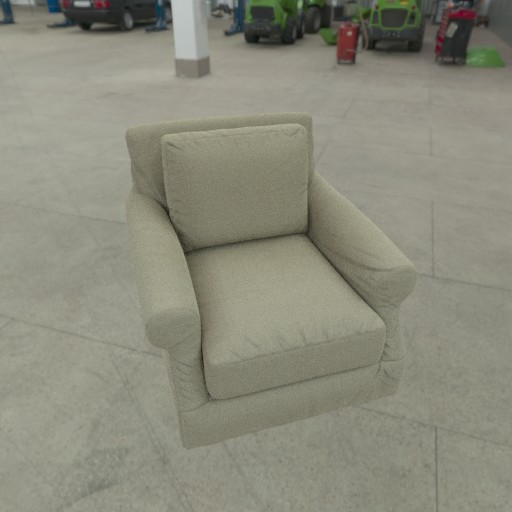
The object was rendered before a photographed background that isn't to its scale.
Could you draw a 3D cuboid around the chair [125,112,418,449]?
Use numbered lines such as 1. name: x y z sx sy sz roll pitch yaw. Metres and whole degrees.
1. chair: 0.000 0.000 1.760 0.940 0.866 1.066 -9 34 -14
